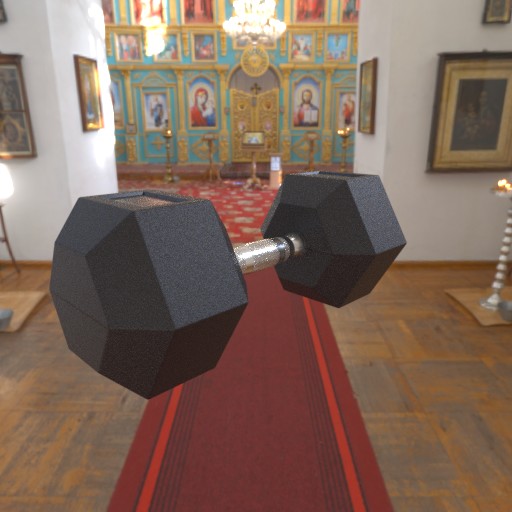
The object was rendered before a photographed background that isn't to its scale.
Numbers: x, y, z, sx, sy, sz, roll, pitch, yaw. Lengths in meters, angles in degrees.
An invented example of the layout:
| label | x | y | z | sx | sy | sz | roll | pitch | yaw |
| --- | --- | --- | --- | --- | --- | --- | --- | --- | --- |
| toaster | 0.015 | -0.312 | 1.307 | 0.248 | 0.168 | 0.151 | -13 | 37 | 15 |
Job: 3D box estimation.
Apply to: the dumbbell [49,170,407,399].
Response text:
| label | x | y | z | sx | sy | sz | roll | pitch | yaw |
| --- | --- | --- | --- | --- | --- | --- | --- | --- | --- |
| dumbbell | 0.000 | 0.000 | 0.328 | 0.271 | 0.106 | 0.122 | -16 | 23 | -43 |
